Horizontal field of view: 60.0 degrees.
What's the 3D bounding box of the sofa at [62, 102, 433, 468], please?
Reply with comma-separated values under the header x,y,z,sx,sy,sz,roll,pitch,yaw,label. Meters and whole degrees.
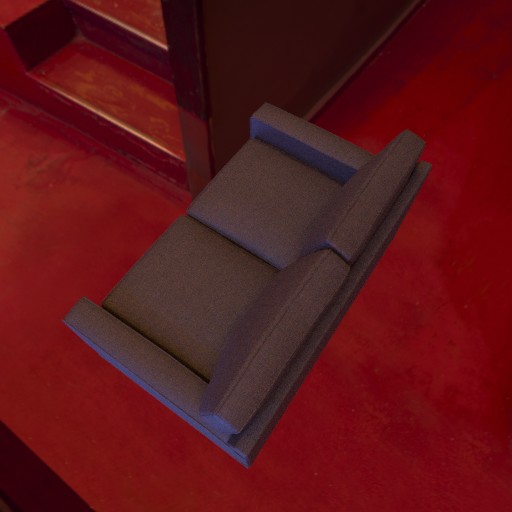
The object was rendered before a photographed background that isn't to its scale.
x,y,z,sx,sy,sz,roll,pitch,yaw,label
0.000,0.000,2.127,0.974,0.887,1.534,31,66,15,sofa
